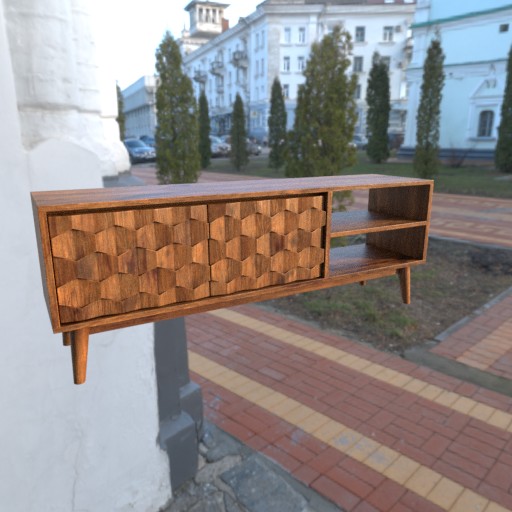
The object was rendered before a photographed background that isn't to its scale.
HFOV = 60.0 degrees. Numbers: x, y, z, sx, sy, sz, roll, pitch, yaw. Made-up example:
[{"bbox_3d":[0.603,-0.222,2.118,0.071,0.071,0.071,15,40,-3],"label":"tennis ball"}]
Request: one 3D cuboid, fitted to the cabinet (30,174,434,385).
[{"bbox_3d":[0.000,0.000,1.668,1.448,0.528,0.349,-8,17,-28],"label":"cabinet"}]
